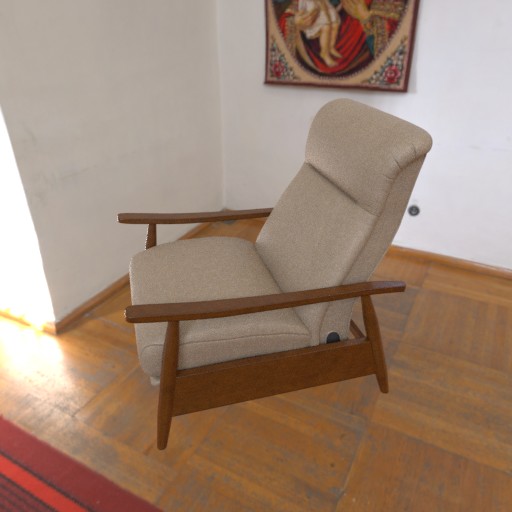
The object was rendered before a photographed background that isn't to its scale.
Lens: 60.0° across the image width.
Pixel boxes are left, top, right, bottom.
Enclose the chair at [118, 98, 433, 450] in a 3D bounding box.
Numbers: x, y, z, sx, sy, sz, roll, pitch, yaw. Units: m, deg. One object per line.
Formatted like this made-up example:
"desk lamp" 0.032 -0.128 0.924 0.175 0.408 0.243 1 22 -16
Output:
"chair" 0.000 0.000 1.780 1.030 1.082 0.762 -9 31 -14
